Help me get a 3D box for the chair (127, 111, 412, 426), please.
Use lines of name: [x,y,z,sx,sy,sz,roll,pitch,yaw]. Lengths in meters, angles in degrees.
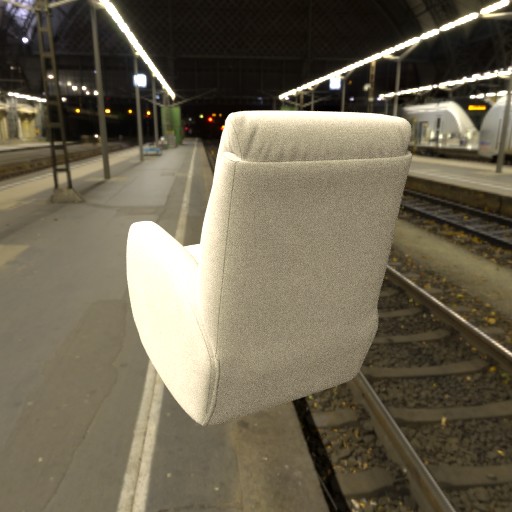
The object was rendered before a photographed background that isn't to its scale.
chair: [0.000,0.000,1.680,0.812,1.015,0.941,-8,18,-27]
